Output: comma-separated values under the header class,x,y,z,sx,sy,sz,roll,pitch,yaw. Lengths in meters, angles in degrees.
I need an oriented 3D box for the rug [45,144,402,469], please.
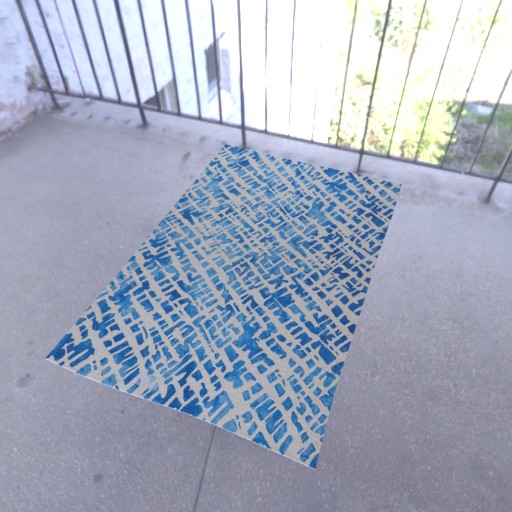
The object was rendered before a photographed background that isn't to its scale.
class,x,y,z,sx,sy,sz,roll,pitch,yaw
rug,0.000,0.000,2.328,1.209,0.011,1.830,16,48,15
